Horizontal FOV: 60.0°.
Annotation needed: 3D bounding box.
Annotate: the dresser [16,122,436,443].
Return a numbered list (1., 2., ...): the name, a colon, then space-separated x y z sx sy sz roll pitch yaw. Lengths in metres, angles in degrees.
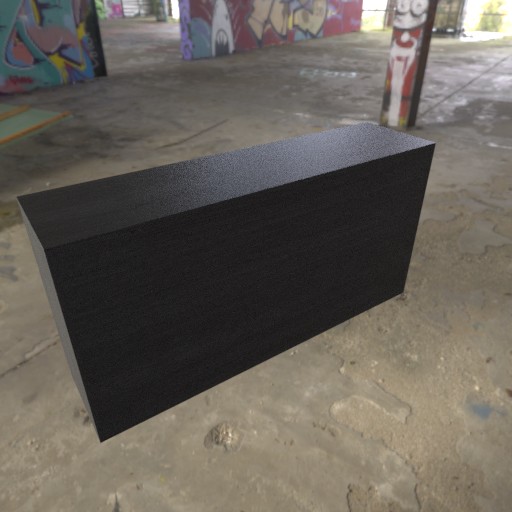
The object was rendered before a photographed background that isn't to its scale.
1. dresser: 0.000 0.000 1.871 1.590 0.795 0.400 -20 37 -28
